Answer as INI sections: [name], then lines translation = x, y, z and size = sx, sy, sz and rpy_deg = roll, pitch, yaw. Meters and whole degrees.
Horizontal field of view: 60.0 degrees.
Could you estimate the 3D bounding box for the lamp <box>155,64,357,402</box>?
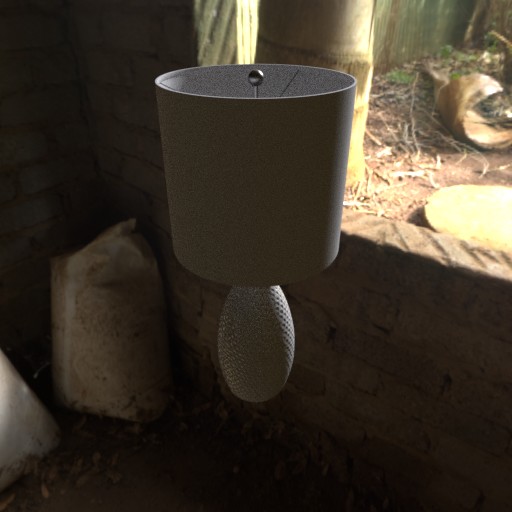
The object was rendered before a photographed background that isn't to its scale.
[lamp]
translation = 0.000, 0.000, 0.595
size = 0.214, 0.466, 0.214
rpy_deg = 1, 31, 1
